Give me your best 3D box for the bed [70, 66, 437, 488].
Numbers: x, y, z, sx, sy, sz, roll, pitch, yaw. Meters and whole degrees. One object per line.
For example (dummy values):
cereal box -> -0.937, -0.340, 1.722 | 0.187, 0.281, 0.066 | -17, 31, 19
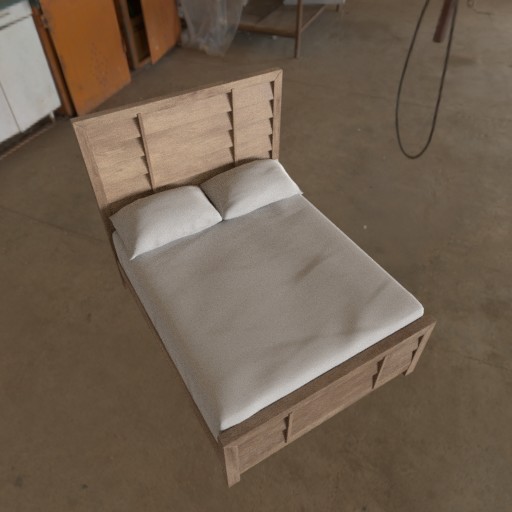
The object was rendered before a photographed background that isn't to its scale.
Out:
bed -> 0.000, 0.000, 3.140 | 1.615, 1.631, 2.017 | -23, 50, -21
